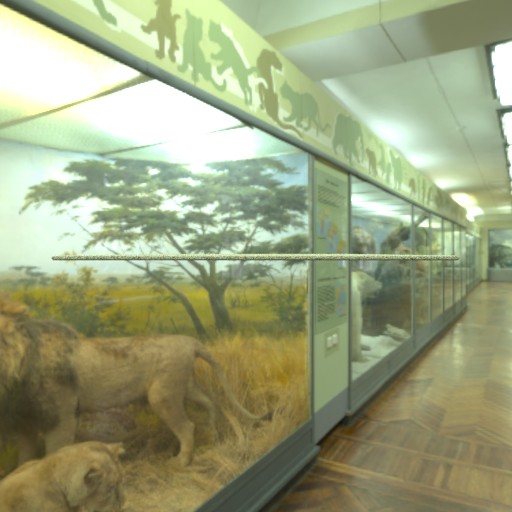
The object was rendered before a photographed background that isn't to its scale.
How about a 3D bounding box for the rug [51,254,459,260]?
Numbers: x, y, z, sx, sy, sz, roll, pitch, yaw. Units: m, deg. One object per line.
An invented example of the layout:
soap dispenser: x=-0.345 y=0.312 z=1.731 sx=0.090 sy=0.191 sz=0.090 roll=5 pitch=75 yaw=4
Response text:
rug: x=0.000 y=0.000 z=4.143 sx=2.438 sy=0.029 sz=3.047 roll=0 pitch=0 yaw=0
